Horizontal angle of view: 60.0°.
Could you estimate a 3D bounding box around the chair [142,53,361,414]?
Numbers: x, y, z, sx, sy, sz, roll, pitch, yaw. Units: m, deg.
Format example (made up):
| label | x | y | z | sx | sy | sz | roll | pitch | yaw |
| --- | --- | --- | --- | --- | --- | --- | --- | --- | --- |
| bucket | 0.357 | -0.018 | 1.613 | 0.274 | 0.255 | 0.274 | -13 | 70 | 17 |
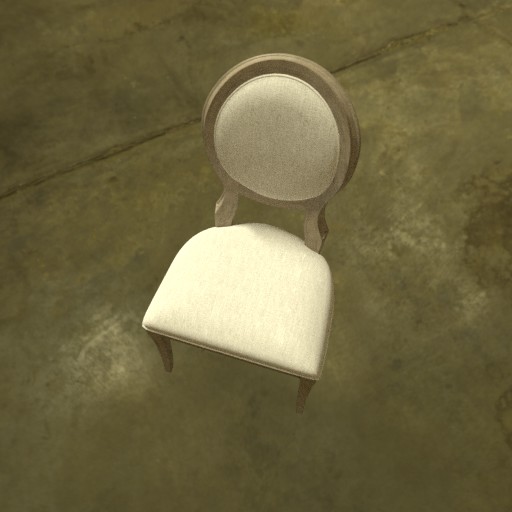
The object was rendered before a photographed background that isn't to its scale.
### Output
| label | x | y | z | sx | sy | sz | roll | pitch | yaw |
| --- | --- | --- | --- | --- | --- | --- | --- | --- | --- |
| chair | 0.000 | 0.000 | 1.359 | 0.558 | 0.990 | 0.602 | 15 | 60 | 9 |
